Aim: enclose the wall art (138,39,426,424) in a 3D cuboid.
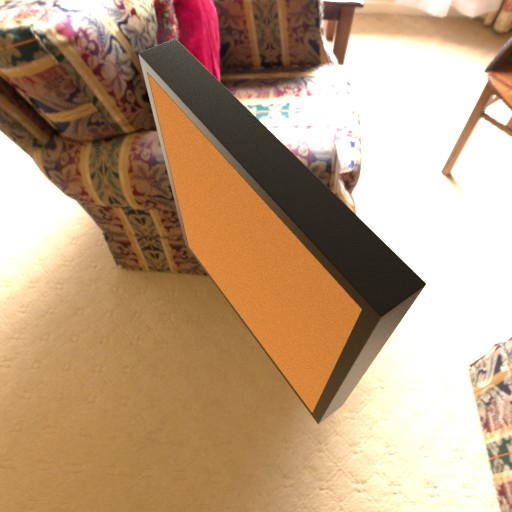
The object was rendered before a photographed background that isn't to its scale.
[{"bbox_3d":[0.000,0.000,0.448,0.037,0.299,0.299,-31,63,-18],"label":"wall art"}]
